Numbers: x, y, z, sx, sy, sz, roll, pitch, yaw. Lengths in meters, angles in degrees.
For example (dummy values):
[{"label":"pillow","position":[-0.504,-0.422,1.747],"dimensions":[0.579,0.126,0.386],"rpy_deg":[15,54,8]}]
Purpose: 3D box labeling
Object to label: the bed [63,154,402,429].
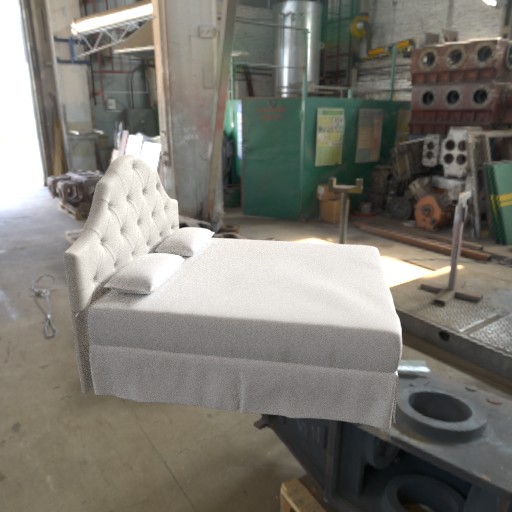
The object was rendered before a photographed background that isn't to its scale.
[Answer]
[{"label":"bed","position":[0.000,0.000,3.694],"dimensions":[2.214,1.615,2.008],"rpy_deg":[3,18,10]}]
